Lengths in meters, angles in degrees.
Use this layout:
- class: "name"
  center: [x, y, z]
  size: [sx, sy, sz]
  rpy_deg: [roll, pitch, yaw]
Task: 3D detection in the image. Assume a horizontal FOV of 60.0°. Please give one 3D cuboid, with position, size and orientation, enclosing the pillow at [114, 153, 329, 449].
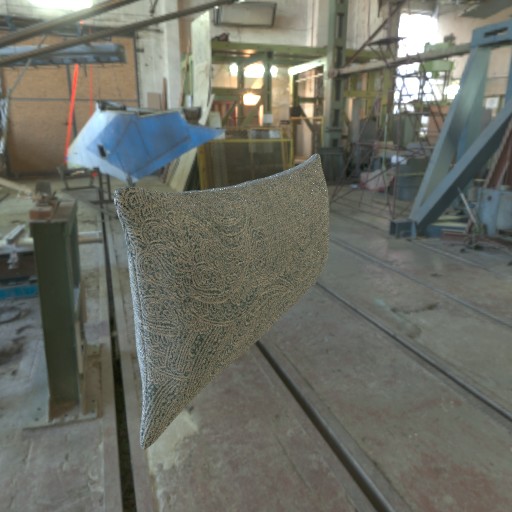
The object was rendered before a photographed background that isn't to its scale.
- class: "pillow"
  center: [0.000, 0.000, 0.719]
  size: [0.151, 0.295, 0.615]
  rpy_deg: [8, 18, 24]
